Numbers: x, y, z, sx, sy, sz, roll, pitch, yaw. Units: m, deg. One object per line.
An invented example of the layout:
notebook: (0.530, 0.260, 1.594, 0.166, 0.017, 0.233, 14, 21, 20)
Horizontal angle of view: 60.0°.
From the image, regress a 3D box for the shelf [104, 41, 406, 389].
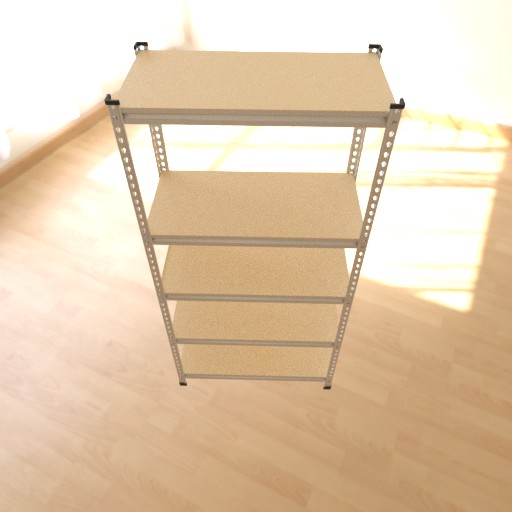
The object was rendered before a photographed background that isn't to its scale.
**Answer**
shelf: (0.000, 0.000, 2.156, 0.914, 1.829, 0.457, 1, 47, 1)
